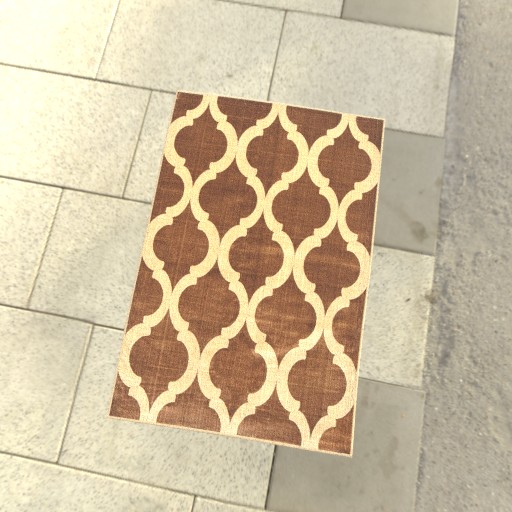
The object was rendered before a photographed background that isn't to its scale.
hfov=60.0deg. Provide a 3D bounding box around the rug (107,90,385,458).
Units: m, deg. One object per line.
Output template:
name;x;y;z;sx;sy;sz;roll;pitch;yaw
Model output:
rug;0.000;0.000;2.945;1.526;0.014;2.290;8;77;2
